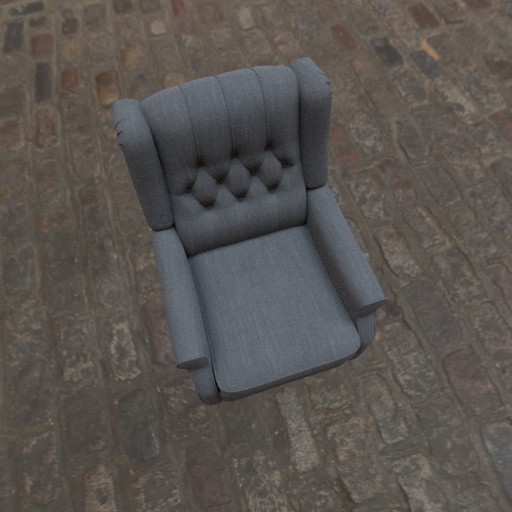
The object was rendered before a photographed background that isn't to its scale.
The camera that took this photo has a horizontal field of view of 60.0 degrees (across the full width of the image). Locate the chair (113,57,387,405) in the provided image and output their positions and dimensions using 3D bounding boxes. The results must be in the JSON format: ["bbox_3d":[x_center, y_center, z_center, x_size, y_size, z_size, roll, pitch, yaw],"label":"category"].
[{"bbox_3d":[0.000,0.000,1.647,0.742,1.035,0.898,-16,66,-7],"label":"chair"}]
